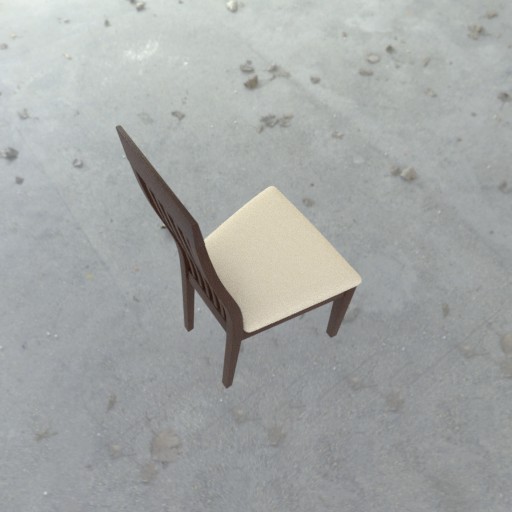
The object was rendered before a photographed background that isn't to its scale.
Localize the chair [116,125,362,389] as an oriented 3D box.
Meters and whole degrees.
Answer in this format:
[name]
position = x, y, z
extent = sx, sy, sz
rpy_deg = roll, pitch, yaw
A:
[chair]
position = 0.000, 0.000, 1.312
extent = 0.474, 1.027, 0.460
rpy_deg = -31, 64, -18
